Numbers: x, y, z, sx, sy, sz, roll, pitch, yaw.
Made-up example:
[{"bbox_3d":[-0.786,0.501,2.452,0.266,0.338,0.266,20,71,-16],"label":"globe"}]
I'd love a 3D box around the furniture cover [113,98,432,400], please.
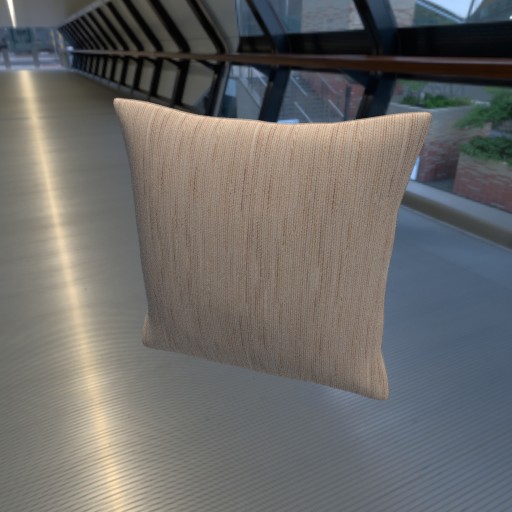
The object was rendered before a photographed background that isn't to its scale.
[{"bbox_3d":[0.000,0.000,0.776,0.512,0.506,0.178,8,27,17],"label":"furniture cover"}]
